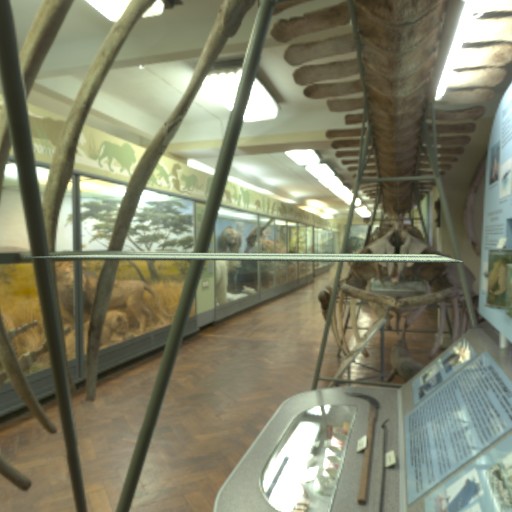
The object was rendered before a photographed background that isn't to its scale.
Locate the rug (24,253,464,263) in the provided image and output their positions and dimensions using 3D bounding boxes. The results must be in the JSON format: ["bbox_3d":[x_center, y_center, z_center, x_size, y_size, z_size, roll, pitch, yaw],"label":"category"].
[{"bbox_3d":[0.000,0.000,2.336,1.854,0.006,1.234,0,1,18],"label":"rug"}]
